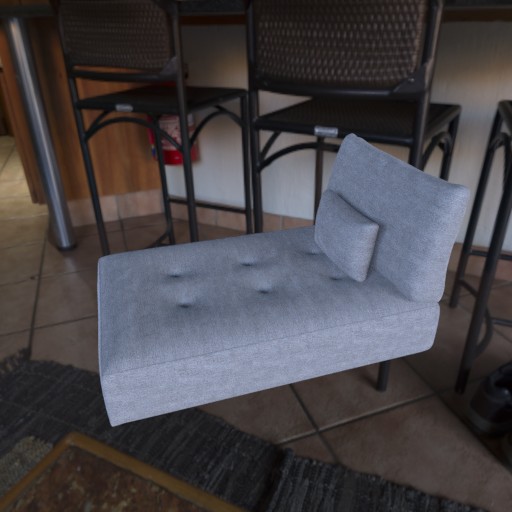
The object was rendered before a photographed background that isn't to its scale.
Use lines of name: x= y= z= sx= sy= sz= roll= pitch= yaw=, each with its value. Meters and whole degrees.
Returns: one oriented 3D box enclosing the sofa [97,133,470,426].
sofa: x=0.000 y=0.000 z=2.032 sx=1.450 sy=0.820 sz=0.930 roll=-9 pitch=30 yaw=-16
